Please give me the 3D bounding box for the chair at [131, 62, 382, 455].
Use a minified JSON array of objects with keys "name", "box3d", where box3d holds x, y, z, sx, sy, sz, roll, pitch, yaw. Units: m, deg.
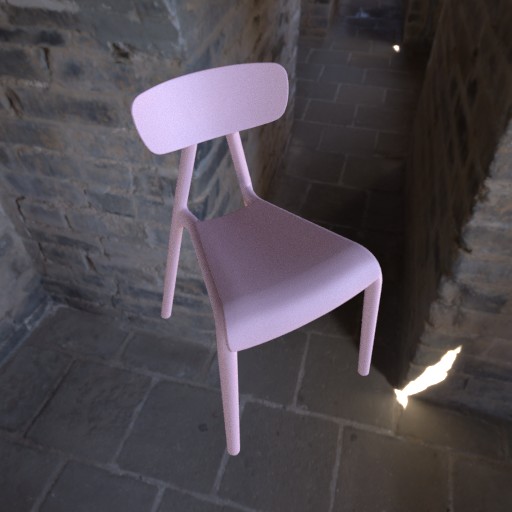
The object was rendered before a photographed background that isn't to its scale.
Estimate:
[{"name":"chair","box3d":[0.000,0.000,0.844,0.356,0.580,0.401,-23,49,-22]}]
